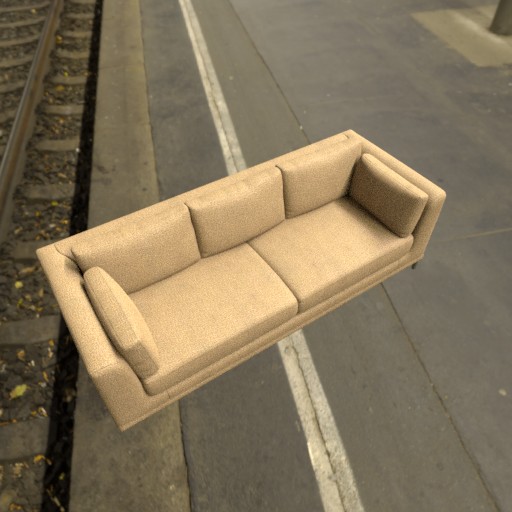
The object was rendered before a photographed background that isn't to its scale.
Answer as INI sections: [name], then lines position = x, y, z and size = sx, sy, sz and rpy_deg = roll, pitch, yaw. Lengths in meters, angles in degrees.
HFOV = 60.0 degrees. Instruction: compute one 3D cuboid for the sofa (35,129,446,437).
[sofa]
position = 0.000, 0.000, 2.951
size = 2.415, 0.867, 0.969
rpy_deg = -25, 51, -22
